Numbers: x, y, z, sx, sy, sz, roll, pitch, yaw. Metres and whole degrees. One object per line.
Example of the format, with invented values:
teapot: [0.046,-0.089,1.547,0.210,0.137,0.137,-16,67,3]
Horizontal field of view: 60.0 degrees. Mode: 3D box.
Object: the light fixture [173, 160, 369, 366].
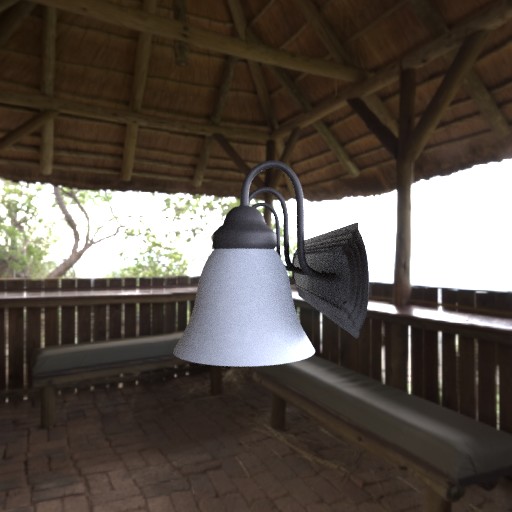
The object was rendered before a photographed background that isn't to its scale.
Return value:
light fixture: [0.000,0.000,0.714,0.199,0.222,0.610,0,0,-1]
